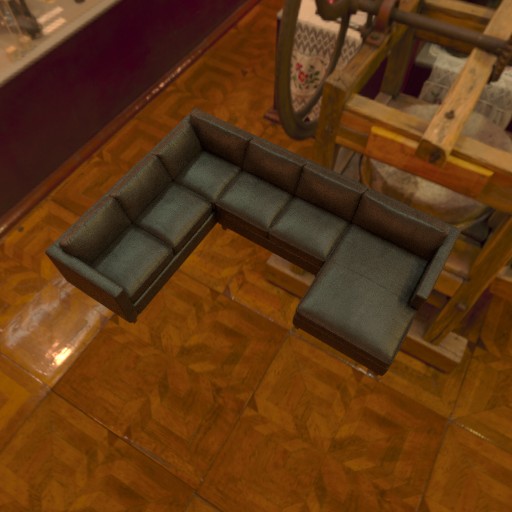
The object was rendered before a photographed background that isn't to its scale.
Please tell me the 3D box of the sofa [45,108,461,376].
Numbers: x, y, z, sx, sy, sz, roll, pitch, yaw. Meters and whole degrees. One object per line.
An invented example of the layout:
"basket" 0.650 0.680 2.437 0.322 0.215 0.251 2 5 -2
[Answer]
"sofa" 0.000 0.000 4.610 3.324 0.891 2.452 29 63 16
